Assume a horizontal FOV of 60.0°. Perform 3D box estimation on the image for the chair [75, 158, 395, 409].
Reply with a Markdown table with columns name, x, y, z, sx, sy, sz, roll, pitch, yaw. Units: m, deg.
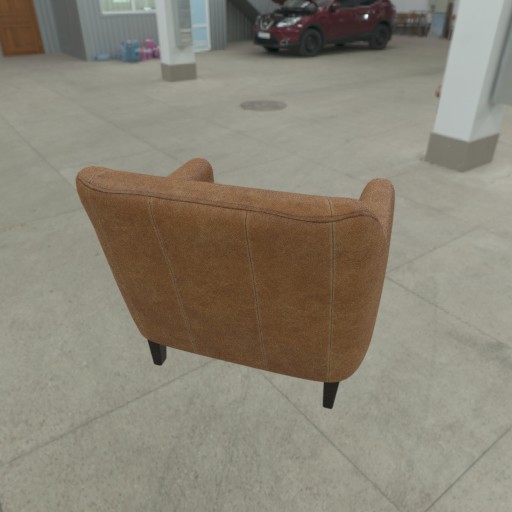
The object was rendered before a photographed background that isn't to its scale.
| name | x | y | z | sx | sy | sz | roll | pitch | yaw |
| --- | --- | --- | --- | --- | --- | --- | --- | --- | --- |
| chair | 0.000 | 0.000 | 1.840 | 1.037 | 0.980 | 1.034 | 10 | 33 | 15 |
